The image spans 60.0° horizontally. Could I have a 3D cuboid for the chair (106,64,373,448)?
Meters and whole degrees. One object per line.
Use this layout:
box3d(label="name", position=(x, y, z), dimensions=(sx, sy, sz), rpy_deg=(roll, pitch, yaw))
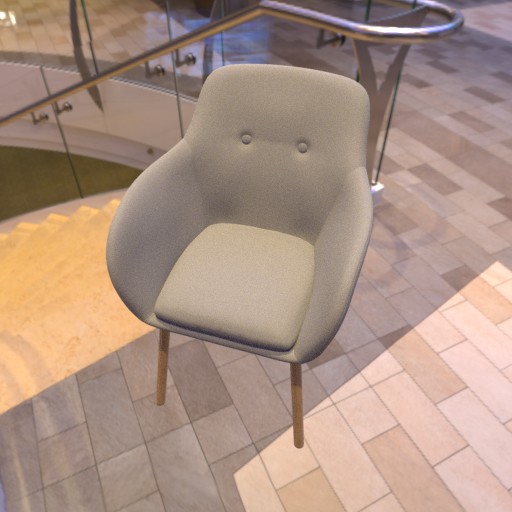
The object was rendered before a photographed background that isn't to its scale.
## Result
box3d(label="chair", position=(0.000, 0.000, 1.218), dimensions=(0.570, 0.830, 0.590), rpy_deg=(12, 44, 13))
